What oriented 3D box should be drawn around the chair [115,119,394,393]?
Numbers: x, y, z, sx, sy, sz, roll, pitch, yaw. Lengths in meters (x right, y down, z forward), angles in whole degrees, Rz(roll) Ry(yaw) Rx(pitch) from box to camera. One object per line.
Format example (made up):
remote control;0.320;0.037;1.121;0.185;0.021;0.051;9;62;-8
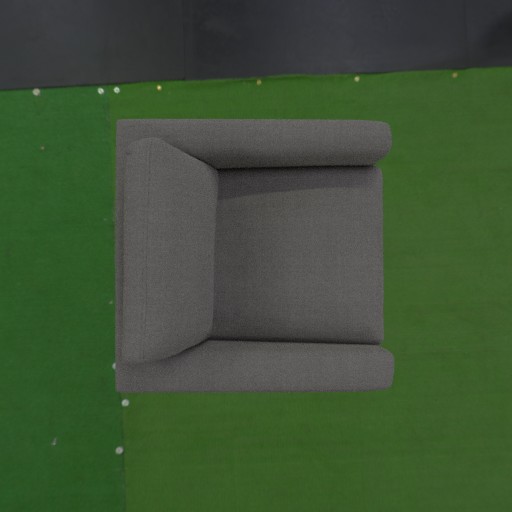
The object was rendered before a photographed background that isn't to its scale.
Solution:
chair;0.000;0.000;1.888;1.100;0.847;1.070;0;90;0
